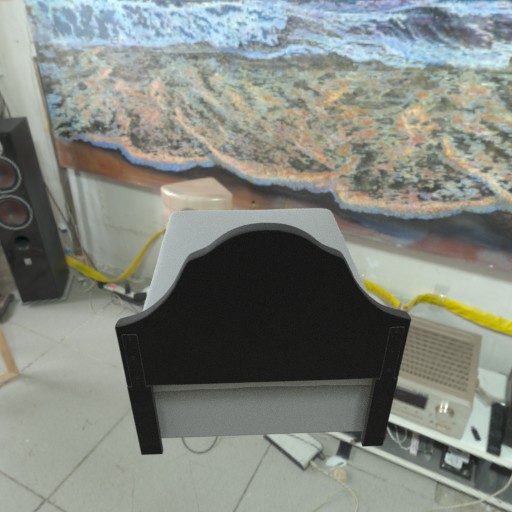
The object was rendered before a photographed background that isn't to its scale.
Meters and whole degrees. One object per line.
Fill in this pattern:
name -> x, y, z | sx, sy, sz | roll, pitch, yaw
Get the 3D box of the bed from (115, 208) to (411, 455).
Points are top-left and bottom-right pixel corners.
bed -> 0.000, 0.000, 3.312 | 1.636, 1.575, 2.155 | -1, 31, -2
